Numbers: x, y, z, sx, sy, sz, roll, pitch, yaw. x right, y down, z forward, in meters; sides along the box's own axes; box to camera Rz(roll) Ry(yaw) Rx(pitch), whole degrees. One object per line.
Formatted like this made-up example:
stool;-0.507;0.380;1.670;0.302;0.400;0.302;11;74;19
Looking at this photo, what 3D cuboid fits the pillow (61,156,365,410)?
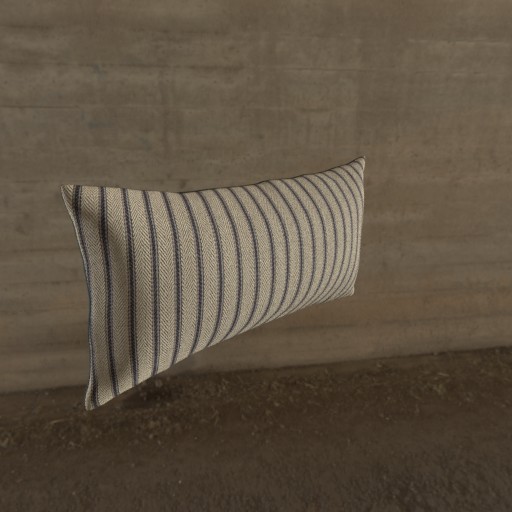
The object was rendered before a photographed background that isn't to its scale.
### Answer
pillow;0.000;0.000;0.736;0.609;0.305;0.151;-14;21;-42
